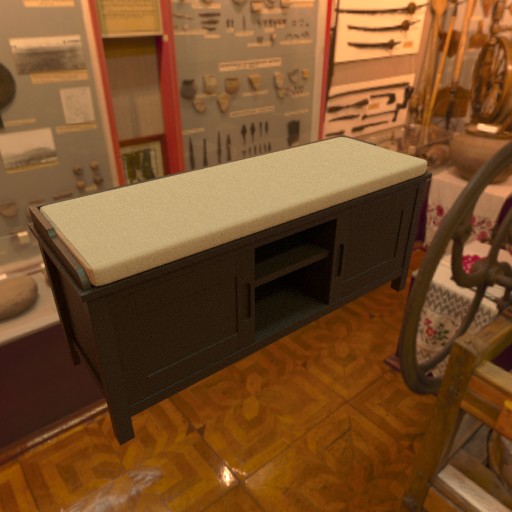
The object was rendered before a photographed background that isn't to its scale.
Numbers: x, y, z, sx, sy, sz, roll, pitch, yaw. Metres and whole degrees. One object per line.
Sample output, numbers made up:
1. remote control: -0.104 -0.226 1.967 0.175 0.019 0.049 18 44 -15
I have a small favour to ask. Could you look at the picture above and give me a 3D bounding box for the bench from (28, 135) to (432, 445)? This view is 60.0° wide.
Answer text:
1. bench: 0.000 0.000 1.378 1.140 0.501 0.398 -21 36 -32
